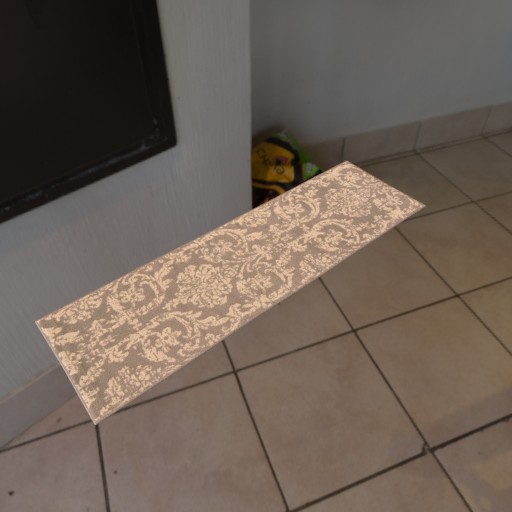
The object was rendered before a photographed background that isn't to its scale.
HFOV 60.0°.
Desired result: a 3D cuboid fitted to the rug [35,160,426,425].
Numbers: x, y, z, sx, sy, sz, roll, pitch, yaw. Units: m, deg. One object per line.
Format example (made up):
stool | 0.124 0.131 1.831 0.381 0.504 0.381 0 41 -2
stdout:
rug | 0.000 0.000 2.434 2.196 0.011 0.662 -30 52 -27
